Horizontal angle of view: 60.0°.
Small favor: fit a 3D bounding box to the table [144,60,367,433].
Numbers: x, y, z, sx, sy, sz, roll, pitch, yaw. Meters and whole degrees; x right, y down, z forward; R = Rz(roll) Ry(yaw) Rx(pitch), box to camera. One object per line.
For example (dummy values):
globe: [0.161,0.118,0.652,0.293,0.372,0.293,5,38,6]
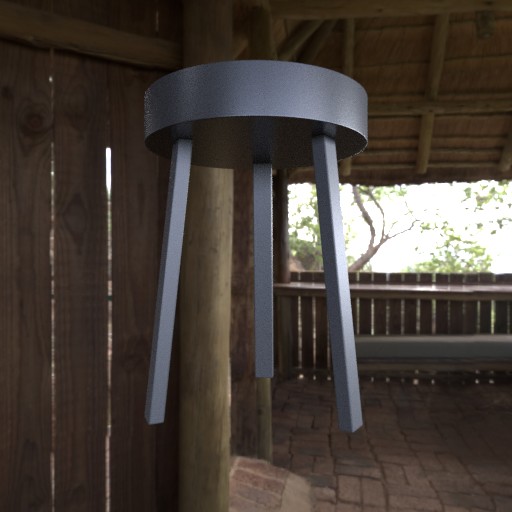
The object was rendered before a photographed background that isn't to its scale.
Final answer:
table: [0.000,0.000,0.834,0.406,0.559,0.406,0,0,0]
